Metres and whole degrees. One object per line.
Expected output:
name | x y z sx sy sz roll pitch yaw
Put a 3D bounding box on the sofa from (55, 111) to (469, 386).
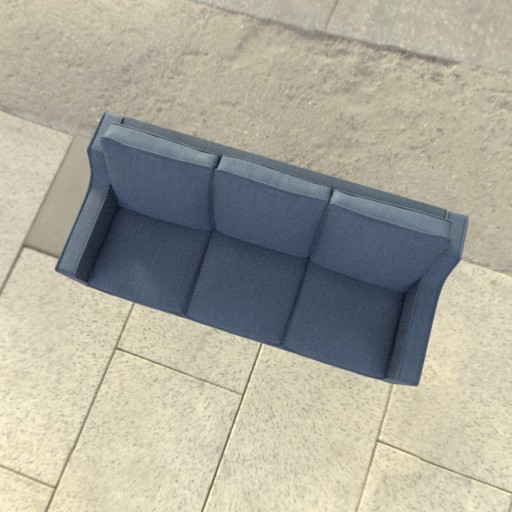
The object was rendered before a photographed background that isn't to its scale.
sofa | 0.000 0.000 2.539 1.986 0.974 0.911 17 77 4
